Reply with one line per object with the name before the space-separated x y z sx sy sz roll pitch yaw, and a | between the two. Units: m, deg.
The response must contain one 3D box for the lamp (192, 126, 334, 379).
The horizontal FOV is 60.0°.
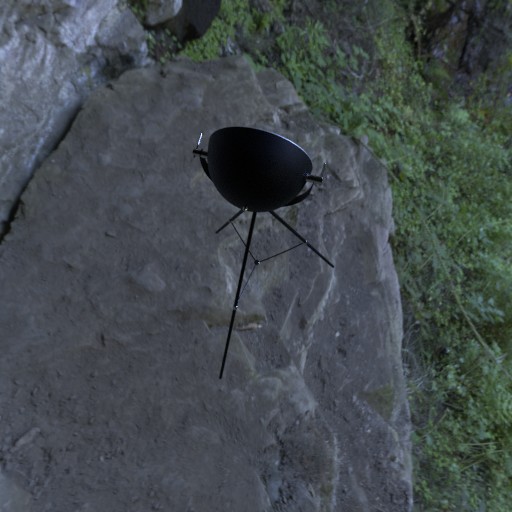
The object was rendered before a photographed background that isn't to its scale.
lamp | 0.000 0.000 2.057 0.817 1.512 0.920 14 65 7
